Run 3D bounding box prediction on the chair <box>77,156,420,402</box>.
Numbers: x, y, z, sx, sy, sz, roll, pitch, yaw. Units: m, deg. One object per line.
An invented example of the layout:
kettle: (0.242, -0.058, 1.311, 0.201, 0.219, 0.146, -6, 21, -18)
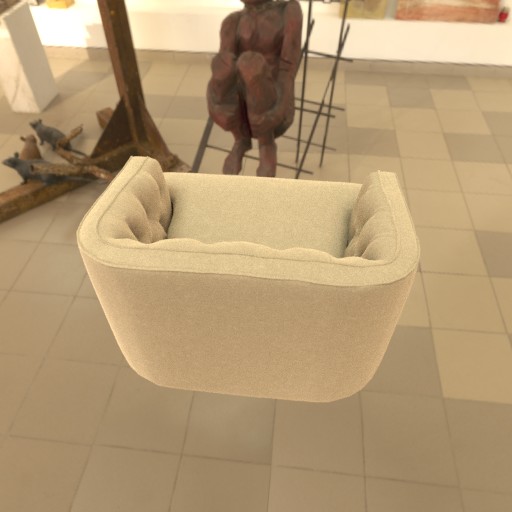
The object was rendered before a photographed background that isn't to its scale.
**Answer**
chair: (0.000, 0.000, 1.802, 1.104, 0.852, 0.941, 4, 47, 4)
